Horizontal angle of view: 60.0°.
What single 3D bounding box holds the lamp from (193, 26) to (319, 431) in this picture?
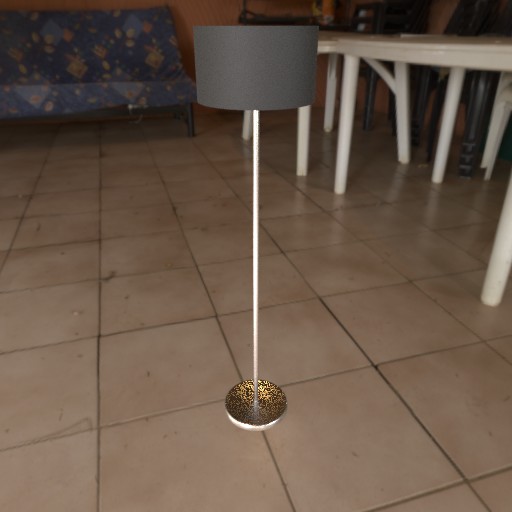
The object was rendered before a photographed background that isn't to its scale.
[{"bbox_3d":[0.000,0.000,1.566,0.348,1.443,0.348,-9,29,-16],"label":"lamp"}]
